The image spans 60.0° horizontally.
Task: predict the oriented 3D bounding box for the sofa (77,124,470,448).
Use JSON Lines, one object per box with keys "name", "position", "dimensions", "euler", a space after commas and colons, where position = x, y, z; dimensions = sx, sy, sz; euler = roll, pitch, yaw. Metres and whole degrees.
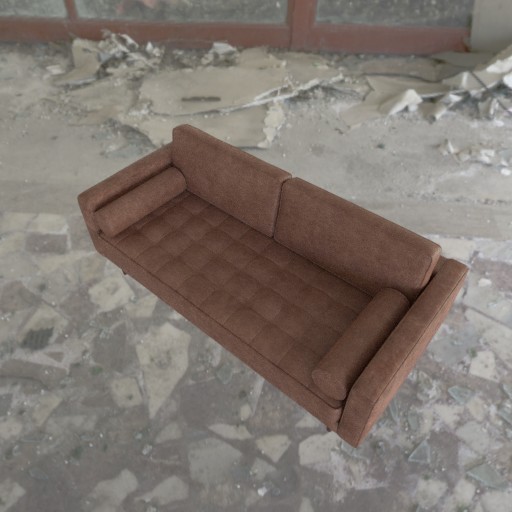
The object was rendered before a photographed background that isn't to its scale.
{"name": "sofa", "position": [0.000, 0.000, 2.356], "dimensions": [1.870, 0.760, 0.910], "euler": [31, 54, 27]}
